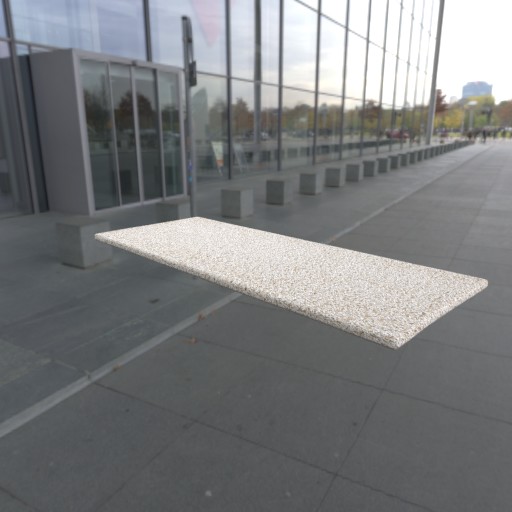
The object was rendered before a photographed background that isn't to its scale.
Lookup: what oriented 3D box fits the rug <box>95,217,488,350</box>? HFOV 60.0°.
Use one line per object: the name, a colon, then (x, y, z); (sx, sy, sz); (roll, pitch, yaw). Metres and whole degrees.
rug: (0.000, 0.000, 1.743); (0.609, 0.030, 1.524); (-15, 22, -43)
